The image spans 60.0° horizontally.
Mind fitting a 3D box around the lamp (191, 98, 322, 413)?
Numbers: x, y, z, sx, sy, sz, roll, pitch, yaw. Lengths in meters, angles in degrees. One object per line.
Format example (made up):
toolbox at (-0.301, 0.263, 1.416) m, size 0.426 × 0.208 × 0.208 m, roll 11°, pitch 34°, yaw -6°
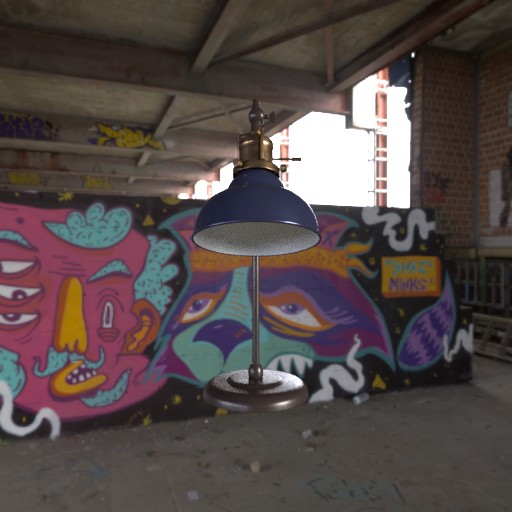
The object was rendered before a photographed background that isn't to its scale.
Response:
lamp at (0.000, 0.000, 0.722) m, size 0.192 × 0.508 × 0.374 m, roll 0°, pitch 0°, yaw 0°
